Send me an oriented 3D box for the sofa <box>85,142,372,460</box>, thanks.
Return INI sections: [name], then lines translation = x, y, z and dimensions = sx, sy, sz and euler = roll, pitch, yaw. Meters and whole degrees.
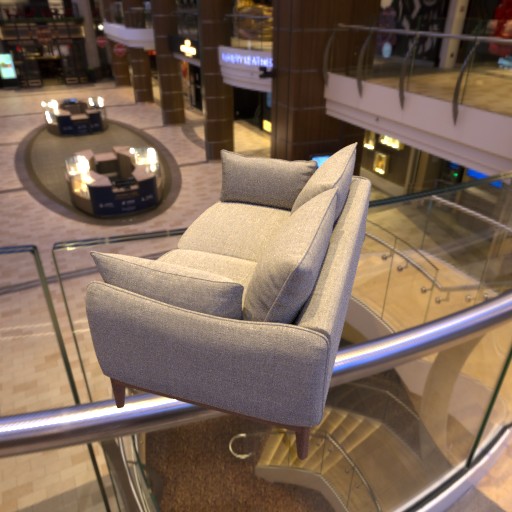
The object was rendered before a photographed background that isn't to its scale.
[sofa]
translation = 0.000, 0.000, 2.225
dimensions = 0.972, 0.851, 1.580
euler = 9, 31, 15
